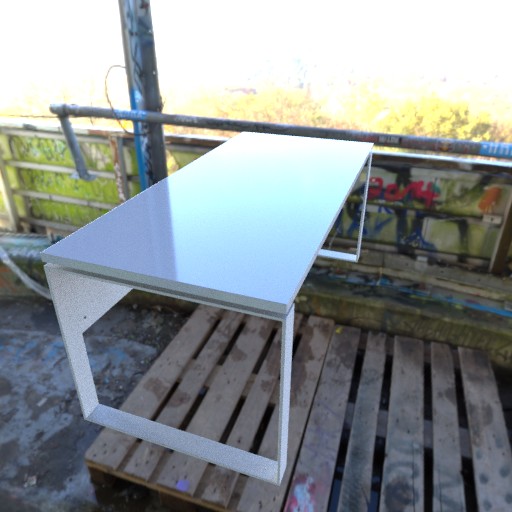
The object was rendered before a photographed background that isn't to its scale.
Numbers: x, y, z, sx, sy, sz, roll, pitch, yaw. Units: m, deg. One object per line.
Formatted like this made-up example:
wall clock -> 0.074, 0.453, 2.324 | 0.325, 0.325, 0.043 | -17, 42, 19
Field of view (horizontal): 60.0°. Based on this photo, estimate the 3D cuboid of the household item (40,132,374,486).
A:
household item -> 0.000, 0.000, 2.133 | 0.800, 0.745, 1.700 | 10, 30, 18
